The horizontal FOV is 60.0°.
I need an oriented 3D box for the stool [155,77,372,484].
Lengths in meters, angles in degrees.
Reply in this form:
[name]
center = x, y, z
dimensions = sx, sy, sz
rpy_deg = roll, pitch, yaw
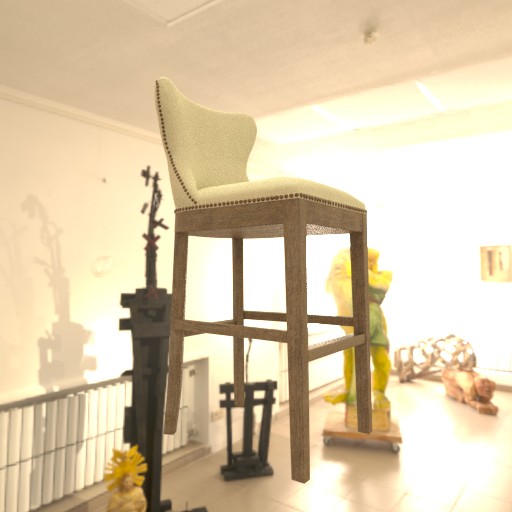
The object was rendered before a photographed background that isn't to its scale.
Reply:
[stool]
center = 0.000, 0.000, 1.431
dimensions = 0.606, 1.123, 0.494
rpy_deg = -1, -2, 37
